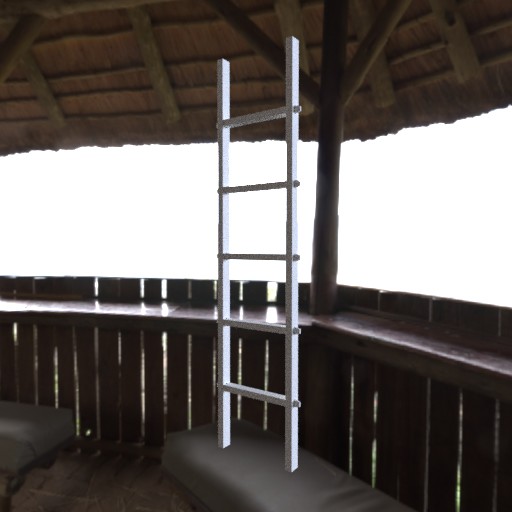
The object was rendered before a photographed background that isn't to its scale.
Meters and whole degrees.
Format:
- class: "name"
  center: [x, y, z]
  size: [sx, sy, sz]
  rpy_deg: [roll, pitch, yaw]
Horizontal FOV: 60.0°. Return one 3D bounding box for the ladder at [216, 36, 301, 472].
- class: "ladder"
  center: [0.000, 0.000, 1.963]
  size: [0.452, 1.797, 0.051]
  rpy_deg: [1, 2, 36]
